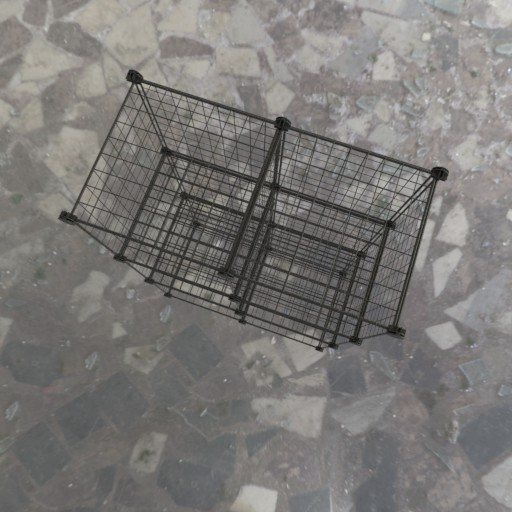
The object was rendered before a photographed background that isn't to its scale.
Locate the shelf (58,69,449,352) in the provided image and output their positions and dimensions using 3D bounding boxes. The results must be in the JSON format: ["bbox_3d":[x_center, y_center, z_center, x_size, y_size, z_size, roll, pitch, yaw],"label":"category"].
[{"bbox_3d":[0.000,0.000,1.399,0.711,1.067,0.356,19,77,4],"label":"shelf"}]
